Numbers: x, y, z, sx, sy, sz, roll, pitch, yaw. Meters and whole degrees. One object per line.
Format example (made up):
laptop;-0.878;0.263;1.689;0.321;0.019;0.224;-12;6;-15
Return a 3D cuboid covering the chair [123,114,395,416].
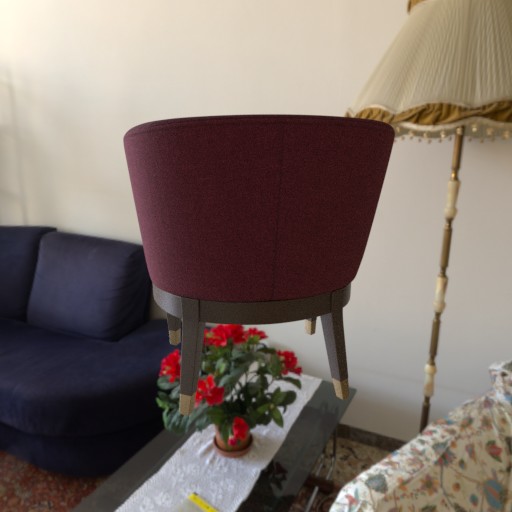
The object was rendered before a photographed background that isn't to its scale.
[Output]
chair;0.000;0.000;1.297;0.700;0.760;0.660;-3;15;-9
